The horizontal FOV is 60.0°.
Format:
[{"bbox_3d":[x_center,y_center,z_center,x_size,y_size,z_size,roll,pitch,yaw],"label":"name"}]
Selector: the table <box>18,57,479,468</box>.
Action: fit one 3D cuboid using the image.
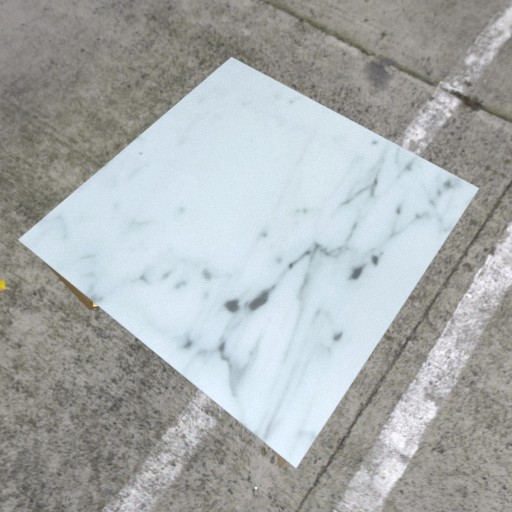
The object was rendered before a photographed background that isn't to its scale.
[{"bbox_3d":[0.000,0.000,1.277,0.800,0.450,0.800,34,67,16],"label":"table"}]
